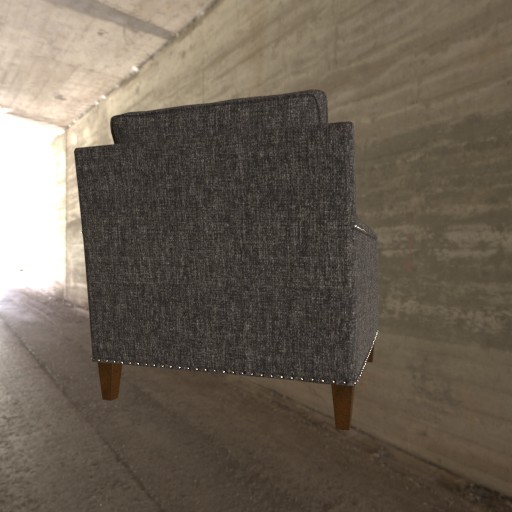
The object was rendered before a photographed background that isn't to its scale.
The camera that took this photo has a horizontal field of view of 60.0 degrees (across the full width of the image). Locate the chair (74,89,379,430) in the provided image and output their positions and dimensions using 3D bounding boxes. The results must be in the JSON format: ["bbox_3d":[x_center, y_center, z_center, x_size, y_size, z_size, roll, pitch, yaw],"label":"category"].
[{"bbox_3d":[0.000,0.000,1.694,0.853,0.943,1.014,0,0,19],"label":"chair"}]
